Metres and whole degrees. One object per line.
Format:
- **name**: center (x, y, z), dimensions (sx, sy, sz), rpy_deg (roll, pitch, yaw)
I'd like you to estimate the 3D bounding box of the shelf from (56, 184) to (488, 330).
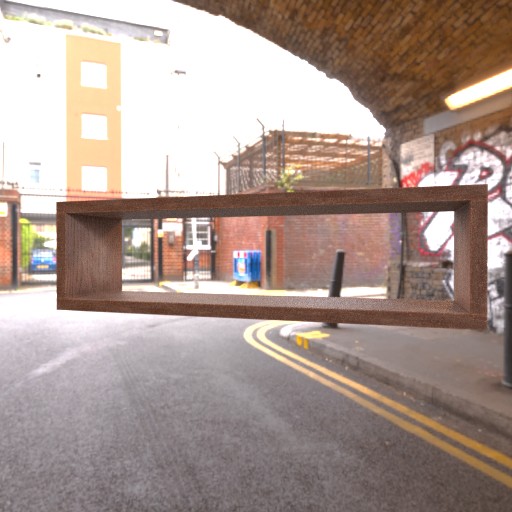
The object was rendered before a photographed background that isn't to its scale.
- **shelf**: center (0.000, 0.000, 0.676), dimensions (0.610, 0.170, 0.150), rpy_deg (0, 1, 17)
